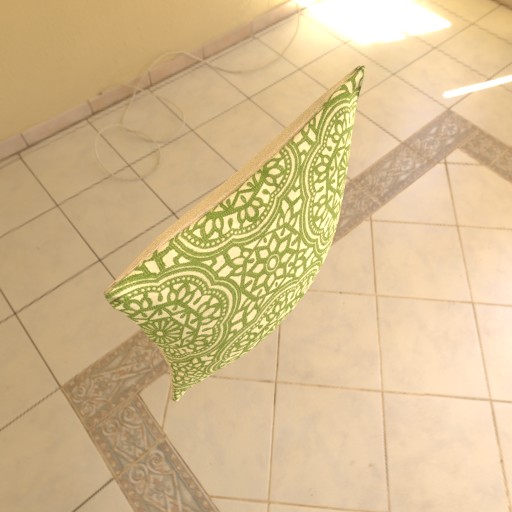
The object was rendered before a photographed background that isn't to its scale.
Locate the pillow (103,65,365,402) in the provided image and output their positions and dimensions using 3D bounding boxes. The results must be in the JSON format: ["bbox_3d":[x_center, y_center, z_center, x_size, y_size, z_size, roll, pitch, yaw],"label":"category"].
[{"bbox_3d":[0.000,0.000,0.668,0.162,0.419,0.440,36,65,19],"label":"pillow"}]
